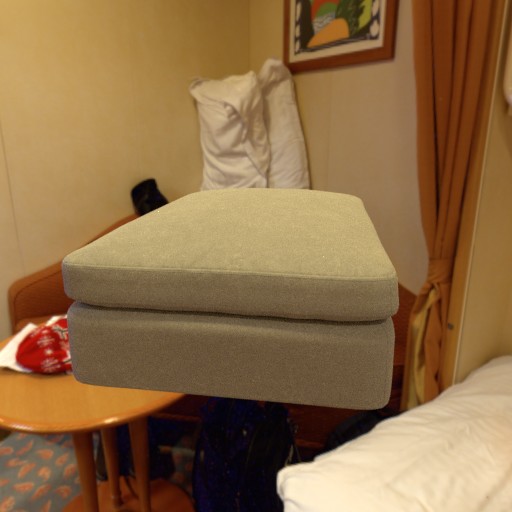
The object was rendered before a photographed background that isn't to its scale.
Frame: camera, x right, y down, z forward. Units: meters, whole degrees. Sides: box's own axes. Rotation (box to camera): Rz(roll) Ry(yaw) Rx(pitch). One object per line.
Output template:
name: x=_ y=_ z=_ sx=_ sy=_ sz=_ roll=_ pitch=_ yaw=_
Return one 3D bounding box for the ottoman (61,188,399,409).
ottoman: x=0.000 y=0.000 z=1.613 sx=0.840 sy=0.429 sz=1.199 roll=2 pitch=16 yaw=8
